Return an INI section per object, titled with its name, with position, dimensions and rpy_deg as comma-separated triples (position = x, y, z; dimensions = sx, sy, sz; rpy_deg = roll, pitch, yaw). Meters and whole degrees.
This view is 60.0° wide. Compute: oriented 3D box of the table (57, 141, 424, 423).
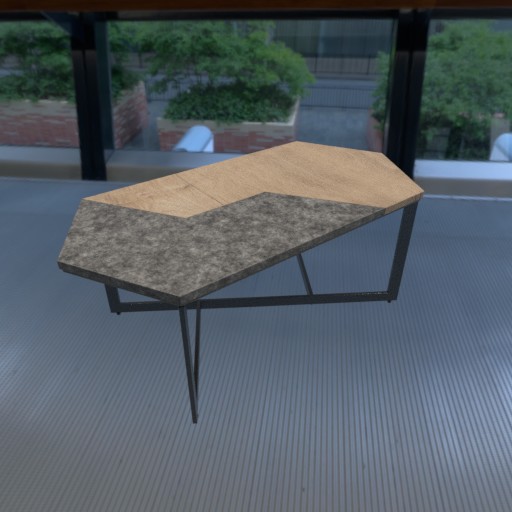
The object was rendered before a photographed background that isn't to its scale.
[table]
position = 0.000, 0.000, 1.512
dimensions = 1.219, 0.457, 0.609
rpy_deg = -23, 39, -31
